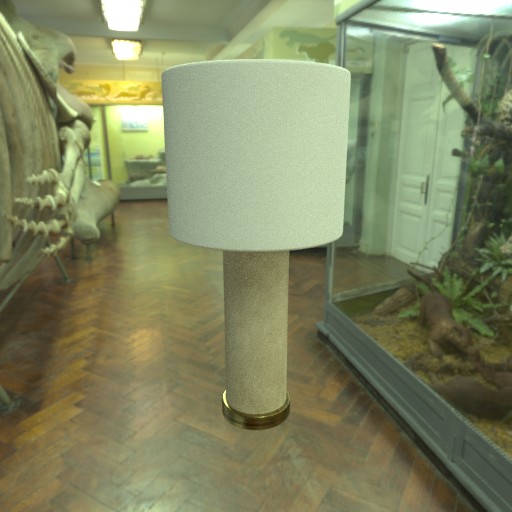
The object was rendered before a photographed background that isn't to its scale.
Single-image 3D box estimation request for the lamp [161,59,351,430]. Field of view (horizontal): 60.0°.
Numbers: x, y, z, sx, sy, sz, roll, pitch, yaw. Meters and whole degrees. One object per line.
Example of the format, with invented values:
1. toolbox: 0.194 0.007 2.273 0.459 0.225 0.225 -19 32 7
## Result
1. lamp: 0.000 0.000 0.806 0.305 0.634 0.305 14 21 43
